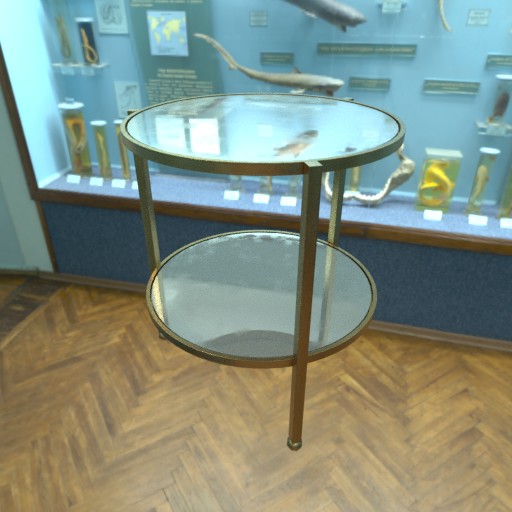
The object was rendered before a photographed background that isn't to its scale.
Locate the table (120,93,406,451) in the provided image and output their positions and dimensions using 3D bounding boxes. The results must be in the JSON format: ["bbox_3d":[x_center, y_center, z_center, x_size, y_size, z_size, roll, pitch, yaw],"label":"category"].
[{"bbox_3d":[0.000,0.000,0.441,0.243,0.269,0.231,8,31,14],"label":"table"}]
